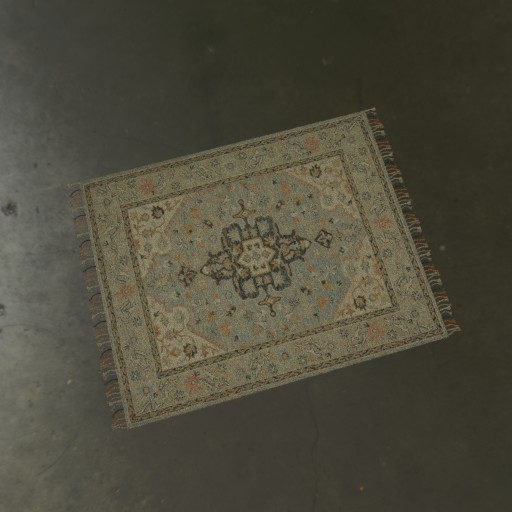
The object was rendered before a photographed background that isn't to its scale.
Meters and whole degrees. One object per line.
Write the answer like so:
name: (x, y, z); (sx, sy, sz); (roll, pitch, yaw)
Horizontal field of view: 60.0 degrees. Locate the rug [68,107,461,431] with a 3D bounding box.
rug: (0.000, 0.000, 4.184); (3.221, 0.011, 2.379); (-15, 77, -4)
